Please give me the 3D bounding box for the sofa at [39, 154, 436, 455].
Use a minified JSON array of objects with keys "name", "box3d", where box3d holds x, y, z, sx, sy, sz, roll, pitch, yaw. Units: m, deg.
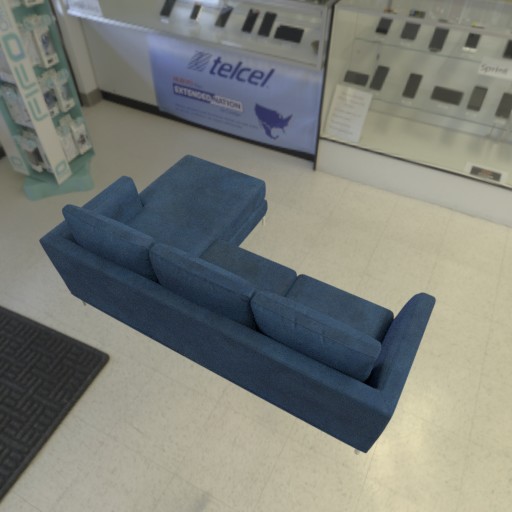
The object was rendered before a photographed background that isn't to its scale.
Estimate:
[{"name":"sofa","box3d":[0.000,0.000,3.201,2.438,0.987,1.622,23,51,20]}]
